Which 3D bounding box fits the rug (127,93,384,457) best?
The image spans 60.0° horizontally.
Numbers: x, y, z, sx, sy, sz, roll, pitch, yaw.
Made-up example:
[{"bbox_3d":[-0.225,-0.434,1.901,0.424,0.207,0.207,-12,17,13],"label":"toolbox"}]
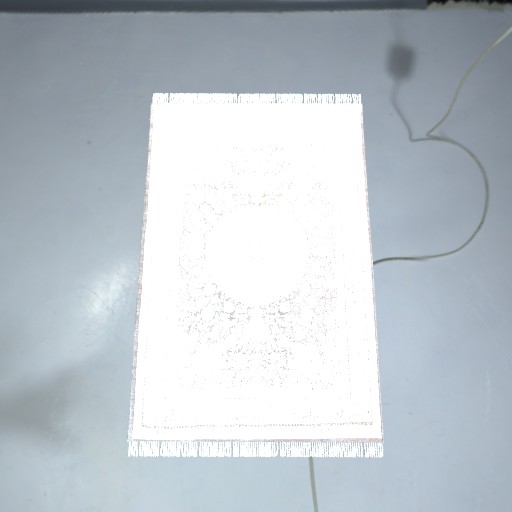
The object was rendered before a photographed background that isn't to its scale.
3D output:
[{"bbox_3d":[0.000,0.000,2.917,1.528,0.010,2.440,0,75,0],"label":"rug"}]
